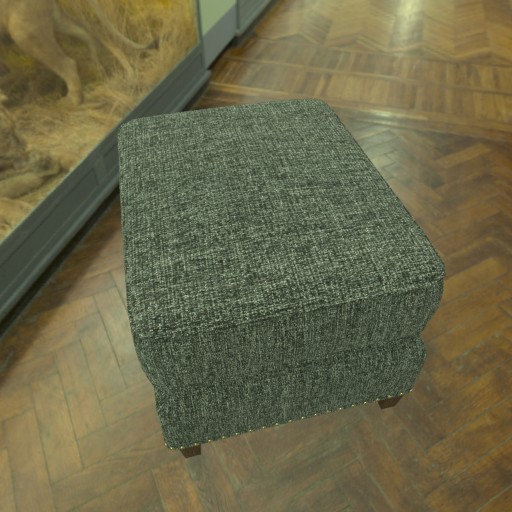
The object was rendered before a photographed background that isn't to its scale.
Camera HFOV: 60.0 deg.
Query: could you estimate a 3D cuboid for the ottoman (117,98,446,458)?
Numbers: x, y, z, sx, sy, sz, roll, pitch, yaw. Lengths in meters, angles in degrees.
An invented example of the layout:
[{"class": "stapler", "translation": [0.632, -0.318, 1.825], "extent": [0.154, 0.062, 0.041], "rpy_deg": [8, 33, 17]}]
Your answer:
[{"class": "ottoman", "translation": [0.000, 0.000, 1.112], "extent": [0.589, 0.537, 0.738], "rpy_deg": [-10, 47, -10]}]
